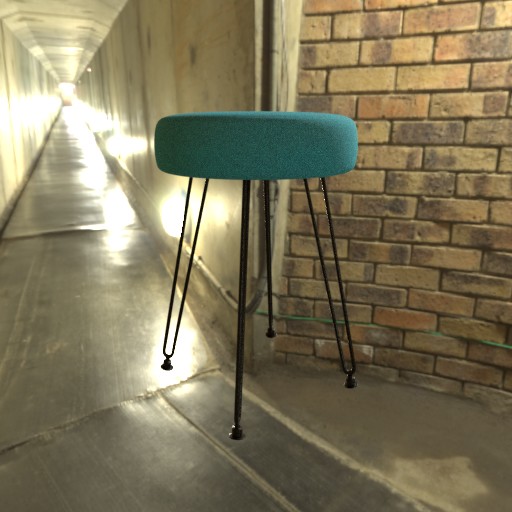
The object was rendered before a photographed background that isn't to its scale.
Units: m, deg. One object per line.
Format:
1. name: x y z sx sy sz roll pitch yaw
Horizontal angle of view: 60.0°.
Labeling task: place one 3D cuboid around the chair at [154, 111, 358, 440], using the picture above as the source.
1. chair: 0.000 0.000 0.718 0.350 0.440 0.350 3 16 10
